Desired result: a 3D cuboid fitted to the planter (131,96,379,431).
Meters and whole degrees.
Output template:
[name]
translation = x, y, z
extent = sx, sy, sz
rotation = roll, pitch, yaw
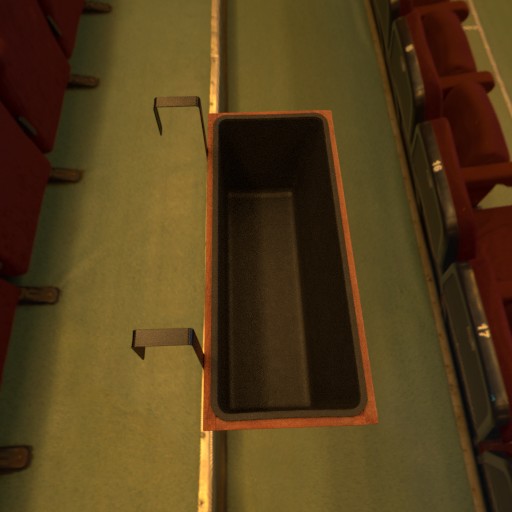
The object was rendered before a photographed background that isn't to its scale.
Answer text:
[planter]
translation = 0.000, 0.000, 0.646
extent = 0.262, 0.289, 0.480
rotation = -2, 63, -1
